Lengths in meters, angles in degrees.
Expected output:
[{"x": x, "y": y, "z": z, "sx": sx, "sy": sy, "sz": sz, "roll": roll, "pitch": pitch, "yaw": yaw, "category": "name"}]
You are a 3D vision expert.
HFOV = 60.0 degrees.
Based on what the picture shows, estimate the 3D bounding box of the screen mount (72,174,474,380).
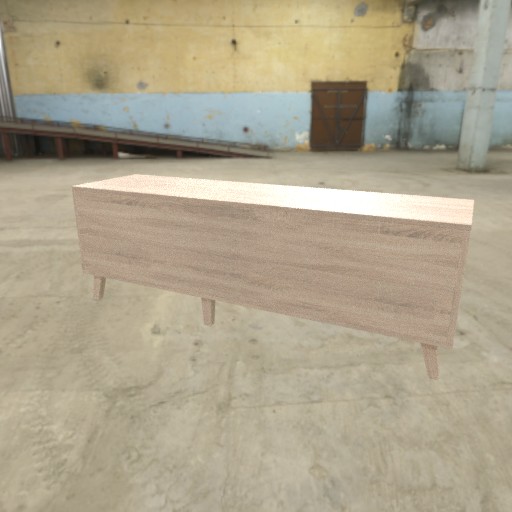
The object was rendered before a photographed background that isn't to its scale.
[{"x": 0.000, "y": 0.000, "z": 1.767, "sx": 1.500, "sy": 0.510, "sz": 0.400, "roll": 9, "pitch": 20, "yaw": 25, "category": "screen mount"}]
